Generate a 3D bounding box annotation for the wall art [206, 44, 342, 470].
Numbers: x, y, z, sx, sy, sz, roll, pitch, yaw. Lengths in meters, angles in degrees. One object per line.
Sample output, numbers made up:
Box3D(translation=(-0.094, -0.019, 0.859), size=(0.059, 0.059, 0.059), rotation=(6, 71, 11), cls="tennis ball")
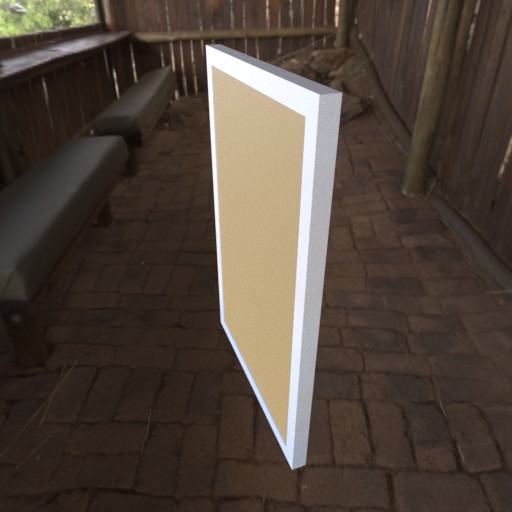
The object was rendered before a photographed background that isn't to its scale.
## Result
Box3D(translation=(0.000, 0.000, 1.131), size=(0.039, 0.915, 0.612), rotation=(-11, 34, -18), cls="wall art")
